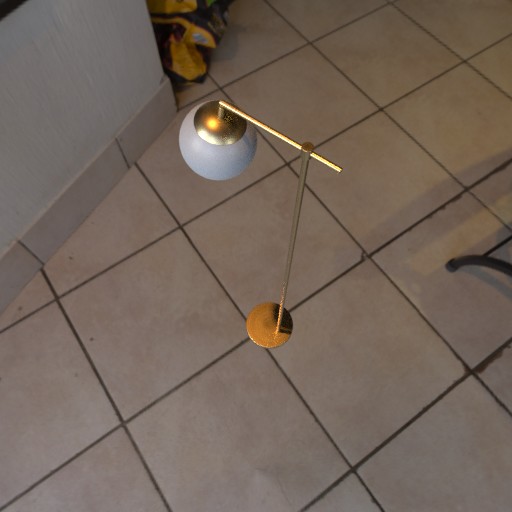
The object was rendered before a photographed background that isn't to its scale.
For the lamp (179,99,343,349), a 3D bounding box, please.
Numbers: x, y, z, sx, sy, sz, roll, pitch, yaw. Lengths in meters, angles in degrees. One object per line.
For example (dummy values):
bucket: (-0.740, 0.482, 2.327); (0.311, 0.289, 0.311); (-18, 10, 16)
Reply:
lamp: (0.000, 0.000, 1.719); (0.476, 1.505, 0.249); (34, 69, 15)
